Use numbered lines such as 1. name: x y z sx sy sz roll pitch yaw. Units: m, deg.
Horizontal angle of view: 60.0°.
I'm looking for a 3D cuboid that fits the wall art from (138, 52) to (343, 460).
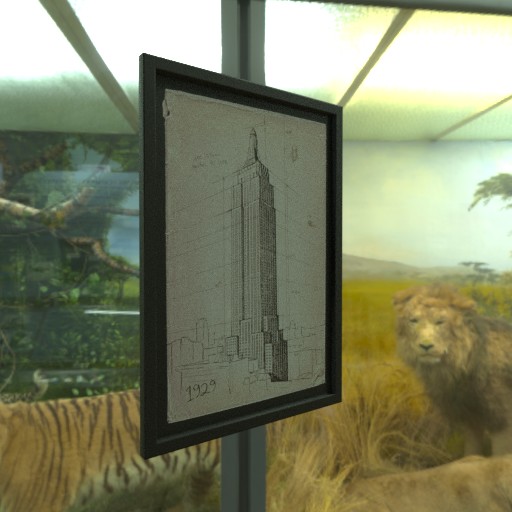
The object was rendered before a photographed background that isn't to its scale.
1. wall art: 0.000 0.000 0.563 0.303 0.431 0.013 -1 1 -36
